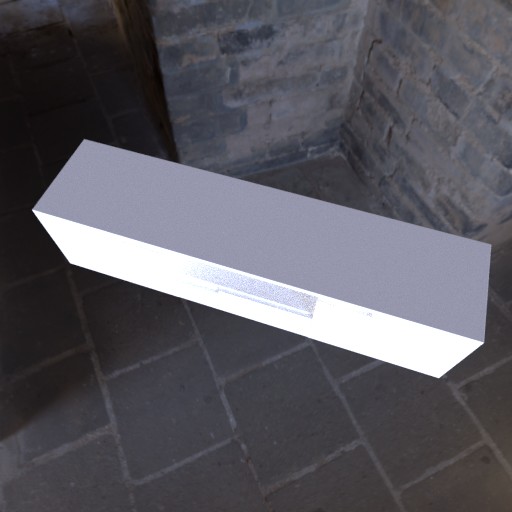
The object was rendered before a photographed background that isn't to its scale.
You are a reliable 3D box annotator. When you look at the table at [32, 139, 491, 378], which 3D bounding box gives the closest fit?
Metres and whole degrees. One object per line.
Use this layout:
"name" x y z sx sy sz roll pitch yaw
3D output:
"table" 0.000 0.000 1.811 1.650 0.420 0.390 16 60 9
